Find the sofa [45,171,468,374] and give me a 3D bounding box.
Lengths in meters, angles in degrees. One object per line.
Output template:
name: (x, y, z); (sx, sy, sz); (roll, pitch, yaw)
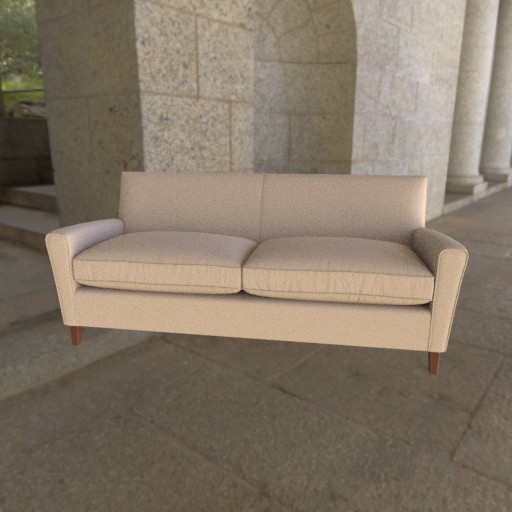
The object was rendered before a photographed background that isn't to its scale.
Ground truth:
sofa: (0.000, 0.000, 2.478); (2.000, 0.846, 0.875); (2, 15, 9)
